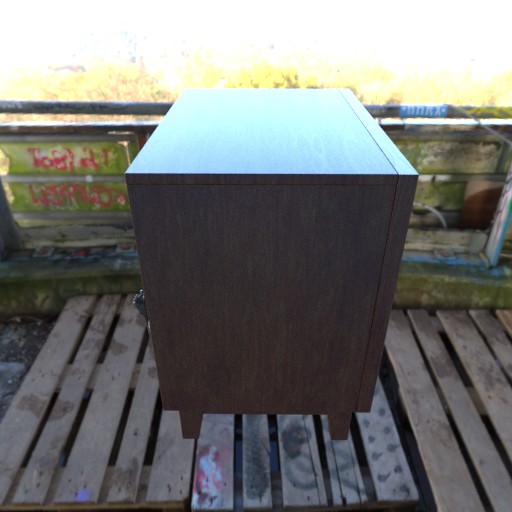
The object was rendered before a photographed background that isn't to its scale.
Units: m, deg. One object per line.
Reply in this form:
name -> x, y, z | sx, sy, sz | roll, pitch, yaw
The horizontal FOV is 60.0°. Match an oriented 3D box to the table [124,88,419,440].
table -> 0.000, 0.000, 1.000 | 0.449, 0.609, 0.557 | 0, 32, 0
